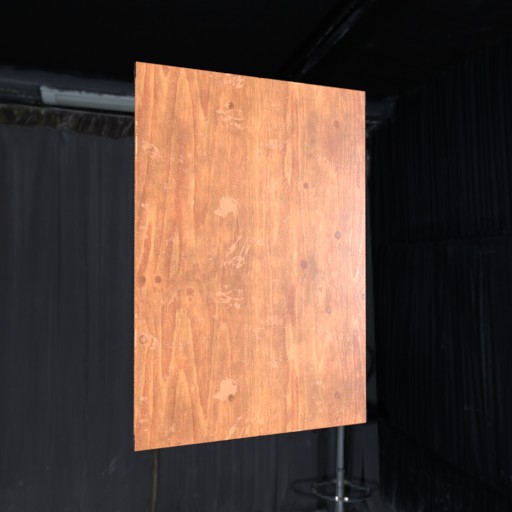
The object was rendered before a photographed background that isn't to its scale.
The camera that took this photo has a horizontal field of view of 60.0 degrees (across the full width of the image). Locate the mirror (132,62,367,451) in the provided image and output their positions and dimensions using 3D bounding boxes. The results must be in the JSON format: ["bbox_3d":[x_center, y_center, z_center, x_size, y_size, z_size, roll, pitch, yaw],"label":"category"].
[{"bbox_3d":[0.000,0.000,0.967,0.517,0.761,0.053,0,-1,-17],"label":"mirror"}]
